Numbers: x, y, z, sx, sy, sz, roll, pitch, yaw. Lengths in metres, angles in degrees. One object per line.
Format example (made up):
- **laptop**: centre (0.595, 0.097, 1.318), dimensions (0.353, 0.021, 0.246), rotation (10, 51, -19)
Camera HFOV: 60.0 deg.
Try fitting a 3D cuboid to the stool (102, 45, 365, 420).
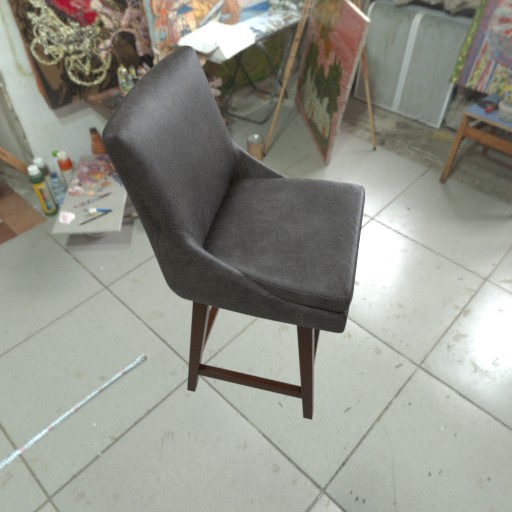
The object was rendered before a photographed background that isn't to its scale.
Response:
- **stool**: centre (0.000, 0.000, 1.359), dimensions (0.587, 1.046, 0.492), rotation (10, 47, 10)
